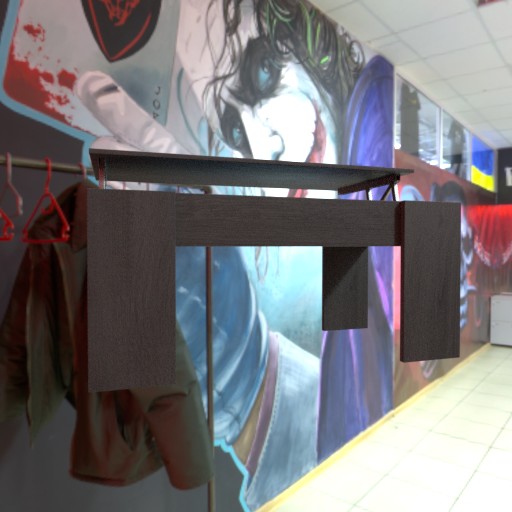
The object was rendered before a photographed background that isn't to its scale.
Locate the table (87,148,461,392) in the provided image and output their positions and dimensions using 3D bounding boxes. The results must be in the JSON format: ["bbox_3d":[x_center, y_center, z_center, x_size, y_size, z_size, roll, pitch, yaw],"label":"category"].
[{"bbox_3d":[0.000,0.000,1.439,1.000,0.570,0.711,0,1,-18],"label":"table"}]
